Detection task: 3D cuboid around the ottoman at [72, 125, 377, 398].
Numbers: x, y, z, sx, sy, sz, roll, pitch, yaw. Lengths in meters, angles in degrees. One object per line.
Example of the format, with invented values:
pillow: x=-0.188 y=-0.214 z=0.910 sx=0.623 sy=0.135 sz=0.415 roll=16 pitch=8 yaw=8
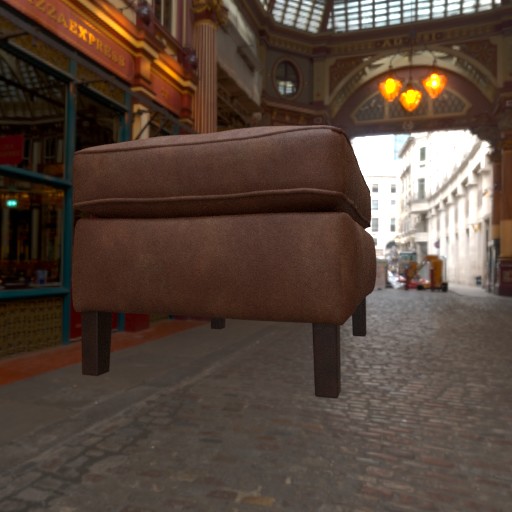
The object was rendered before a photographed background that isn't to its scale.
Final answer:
ottoman: x=0.000 y=0.000 z=0.985 sx=0.501 sy=0.418 sz=0.665 roll=0 pitch=-1 yaw=18
